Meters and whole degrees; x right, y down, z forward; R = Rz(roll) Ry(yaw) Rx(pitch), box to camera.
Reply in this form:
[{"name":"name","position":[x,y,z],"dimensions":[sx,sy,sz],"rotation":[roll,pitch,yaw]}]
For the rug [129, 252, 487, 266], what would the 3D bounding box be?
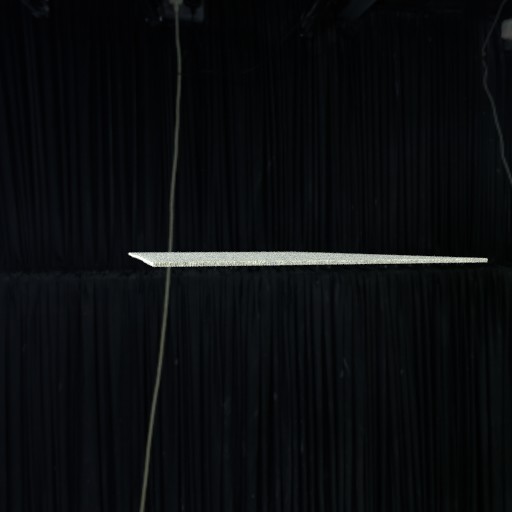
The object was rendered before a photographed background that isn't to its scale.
[{"name":"rug","position":[0.000,0.000,2.919],"dimensions":[1.532,0.018,2.297],"rotation":[0,1,-18]}]
